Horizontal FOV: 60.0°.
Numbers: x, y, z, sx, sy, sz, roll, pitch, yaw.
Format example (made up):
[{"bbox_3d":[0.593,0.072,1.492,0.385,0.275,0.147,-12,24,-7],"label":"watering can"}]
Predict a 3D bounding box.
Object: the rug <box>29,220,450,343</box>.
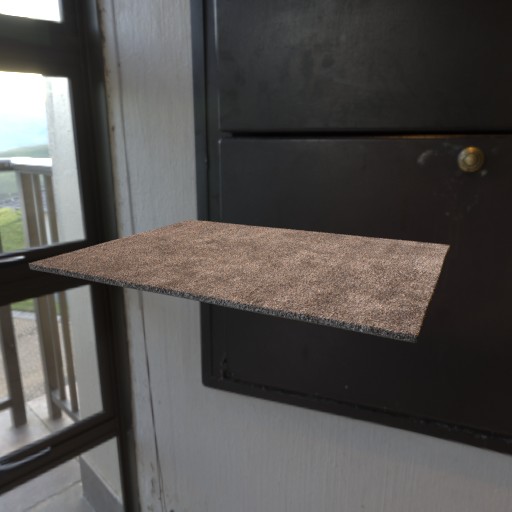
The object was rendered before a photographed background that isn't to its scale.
[{"bbox_3d":[0.000,0.000,2.081,1.601,0.025,1.198,7,17,26],"label":"rug"}]
